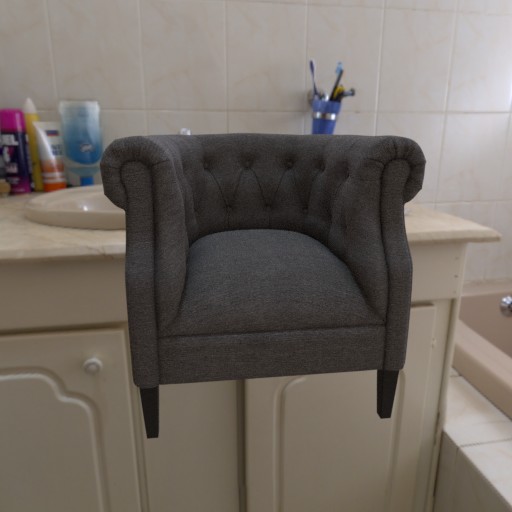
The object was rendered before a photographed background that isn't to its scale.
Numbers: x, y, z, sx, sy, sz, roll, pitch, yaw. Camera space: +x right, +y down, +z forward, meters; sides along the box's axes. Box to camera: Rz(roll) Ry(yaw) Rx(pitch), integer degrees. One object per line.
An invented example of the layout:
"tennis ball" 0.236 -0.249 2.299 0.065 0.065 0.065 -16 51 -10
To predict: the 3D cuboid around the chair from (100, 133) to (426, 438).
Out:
"chair" 0.000 0.000 1.552 0.905 0.827 0.852 -2 16 -7
